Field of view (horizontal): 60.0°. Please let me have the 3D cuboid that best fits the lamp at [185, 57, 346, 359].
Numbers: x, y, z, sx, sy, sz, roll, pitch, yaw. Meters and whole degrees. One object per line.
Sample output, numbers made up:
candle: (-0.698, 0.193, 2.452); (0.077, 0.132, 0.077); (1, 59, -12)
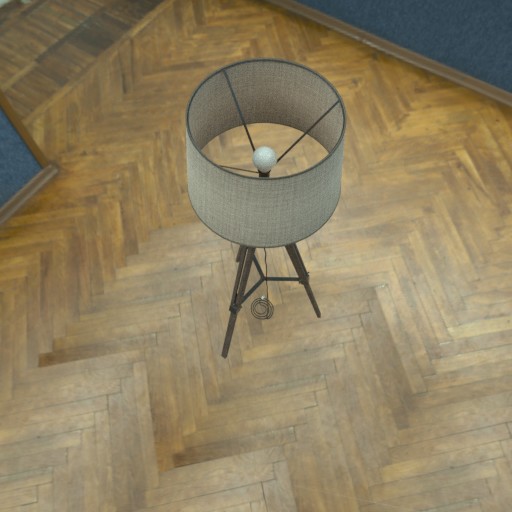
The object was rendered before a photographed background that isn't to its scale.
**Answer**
lamp: (0.000, 0.000, 1.819); (0.604, 1.510, 0.587); (33, 68, 15)
